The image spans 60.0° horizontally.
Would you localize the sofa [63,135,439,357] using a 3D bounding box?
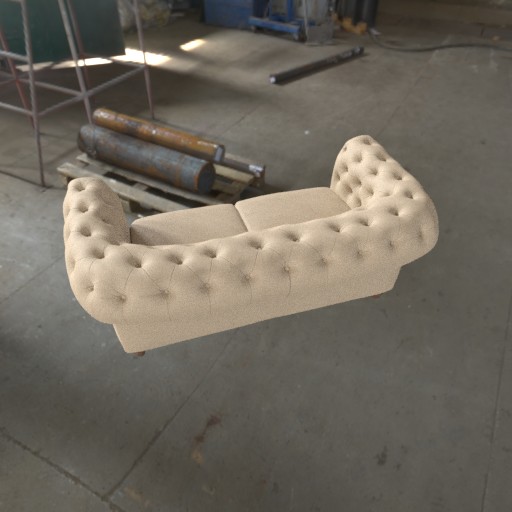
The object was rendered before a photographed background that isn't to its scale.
[{"bbox_3d":[0.000,0.000,2.582,1.988,0.835,1.069,-12,42,-13],"label":"sofa"}]
